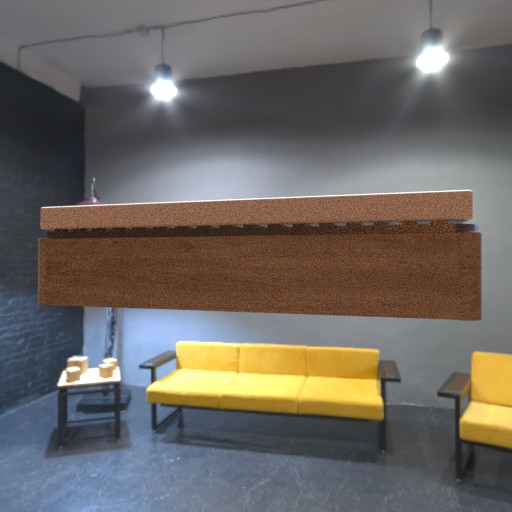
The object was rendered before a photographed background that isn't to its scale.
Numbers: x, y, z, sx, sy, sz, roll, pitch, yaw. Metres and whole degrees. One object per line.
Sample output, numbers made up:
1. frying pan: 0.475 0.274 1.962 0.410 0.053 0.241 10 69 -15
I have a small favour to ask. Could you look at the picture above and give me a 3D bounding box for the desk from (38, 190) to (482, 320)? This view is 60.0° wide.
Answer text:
1. desk: 0.000 0.000 2.212 1.900 0.455 0.900 0 0 17
